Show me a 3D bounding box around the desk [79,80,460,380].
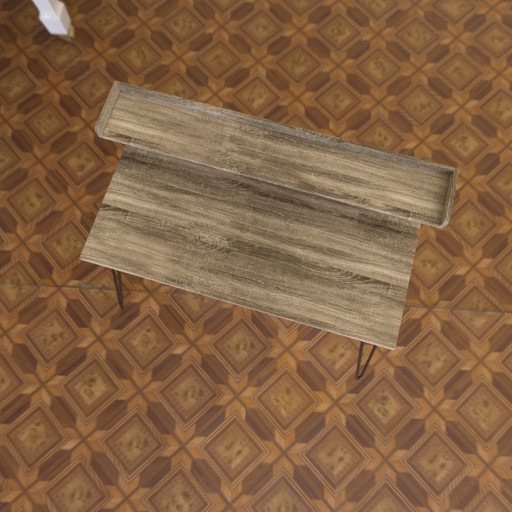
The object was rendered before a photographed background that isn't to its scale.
[{"bbox_3d":[0.000,0.000,1.632,1.135,0.899,0.605,16,75,4],"label":"desk"}]
